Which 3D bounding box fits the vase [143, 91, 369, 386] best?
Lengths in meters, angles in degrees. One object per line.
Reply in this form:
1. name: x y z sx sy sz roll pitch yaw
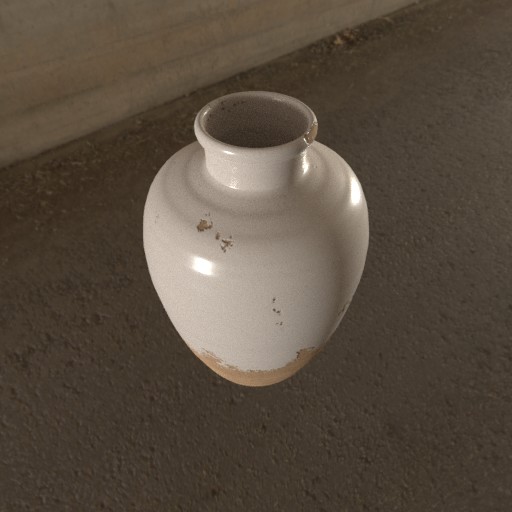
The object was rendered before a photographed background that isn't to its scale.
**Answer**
1. vase: 0.000 0.000 0.336 0.158 0.228 0.158 0 46 0
